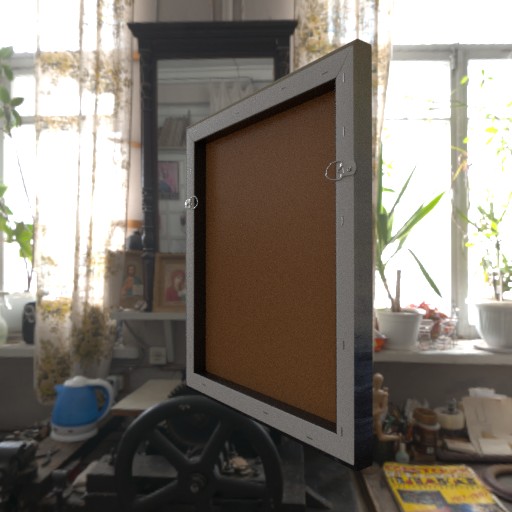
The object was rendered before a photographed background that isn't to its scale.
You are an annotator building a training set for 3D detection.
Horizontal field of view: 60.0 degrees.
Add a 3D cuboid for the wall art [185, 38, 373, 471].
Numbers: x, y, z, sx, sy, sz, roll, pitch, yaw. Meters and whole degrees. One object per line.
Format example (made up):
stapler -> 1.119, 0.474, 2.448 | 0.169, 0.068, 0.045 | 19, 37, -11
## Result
wall art -> 0.000, 0.000, 0.976 | 0.041, 0.710, 0.608 | 0, -1, -36
